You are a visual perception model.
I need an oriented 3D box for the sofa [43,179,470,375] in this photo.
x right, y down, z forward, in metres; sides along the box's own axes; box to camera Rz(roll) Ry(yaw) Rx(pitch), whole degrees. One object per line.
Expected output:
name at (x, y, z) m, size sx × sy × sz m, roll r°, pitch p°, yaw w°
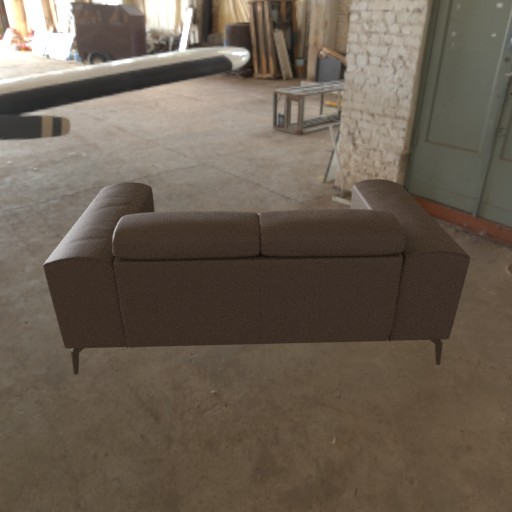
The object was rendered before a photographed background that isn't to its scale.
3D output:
sofa at (0.000, 0.000, 2.462) m, size 1.895 × 0.779 × 1.003 m, roll -1°, pitch 29°, yaw -2°
